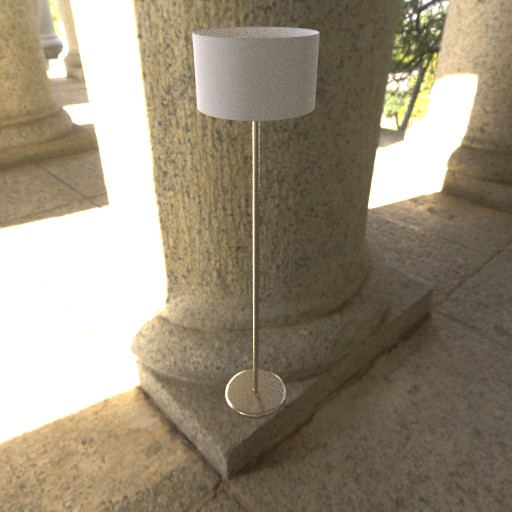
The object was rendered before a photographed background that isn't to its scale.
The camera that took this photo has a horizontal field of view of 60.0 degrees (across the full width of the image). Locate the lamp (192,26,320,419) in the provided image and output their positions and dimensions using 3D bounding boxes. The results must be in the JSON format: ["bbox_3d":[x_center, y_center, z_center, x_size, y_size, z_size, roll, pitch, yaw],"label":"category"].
[{"bbox_3d":[0.000,0.000,1.593,0.347,1.443,0.347,9,33,15],"label":"lamp"}]
